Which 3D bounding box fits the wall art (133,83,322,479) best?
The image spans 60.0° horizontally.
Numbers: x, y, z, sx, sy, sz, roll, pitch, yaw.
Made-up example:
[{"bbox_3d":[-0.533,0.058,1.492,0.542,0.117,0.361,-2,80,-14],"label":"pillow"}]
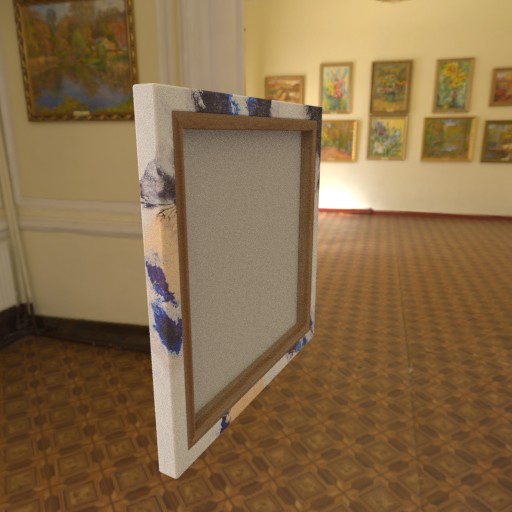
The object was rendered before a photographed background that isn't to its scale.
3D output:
[{"bbox_3d":[0.000,0.000,0.910,0.039,0.609,0.609,8,17,28],"label":"wall art"}]
